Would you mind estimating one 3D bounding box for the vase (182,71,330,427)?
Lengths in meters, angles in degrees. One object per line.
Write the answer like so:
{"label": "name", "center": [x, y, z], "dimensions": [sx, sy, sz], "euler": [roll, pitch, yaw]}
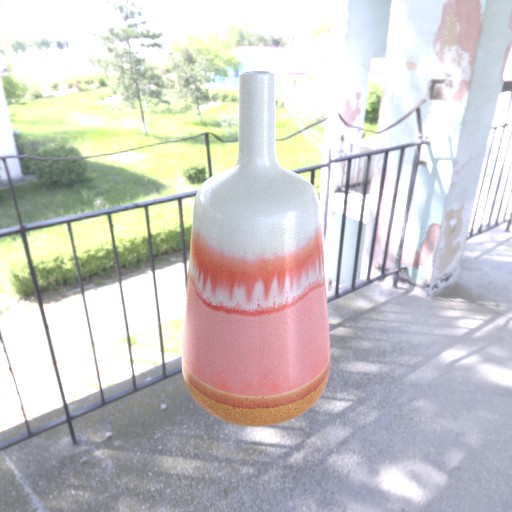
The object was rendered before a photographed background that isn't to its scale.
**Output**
{"label": "vase", "center": [0.000, 0.000, 0.385], "dimensions": [0.144, 0.296, 0.144], "euler": [0, 27, 0]}
